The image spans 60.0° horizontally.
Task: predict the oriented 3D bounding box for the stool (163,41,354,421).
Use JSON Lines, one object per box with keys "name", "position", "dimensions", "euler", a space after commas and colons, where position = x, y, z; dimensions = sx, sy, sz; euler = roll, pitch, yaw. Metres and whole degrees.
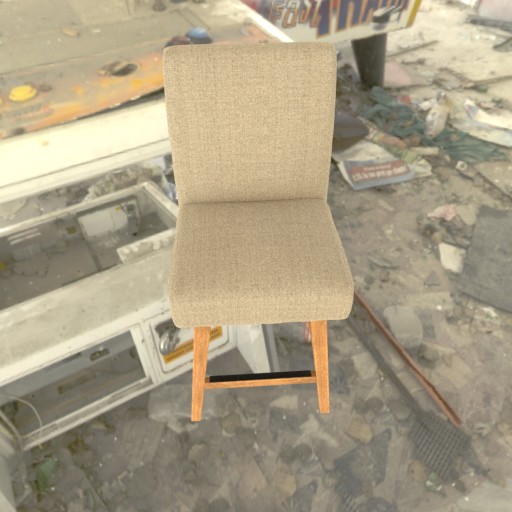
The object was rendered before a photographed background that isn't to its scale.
{"name": "stool", "position": [0.000, 0.000, 1.283], "dimensions": [0.459, 1.010, 0.526], "euler": [-3, 46, -3]}
